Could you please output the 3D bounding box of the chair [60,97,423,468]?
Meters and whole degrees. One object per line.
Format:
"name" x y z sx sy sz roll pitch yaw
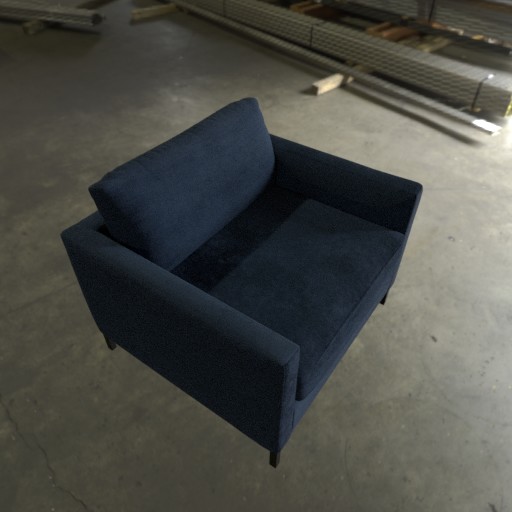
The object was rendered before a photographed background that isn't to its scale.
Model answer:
"chair" 0.000 0.000 1.631 0.875 0.812 0.964 26 49 25
